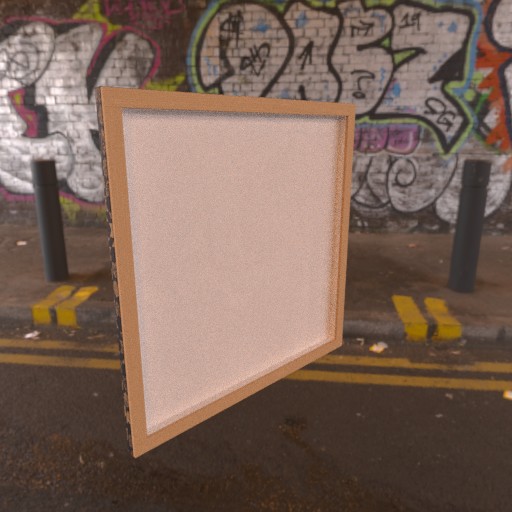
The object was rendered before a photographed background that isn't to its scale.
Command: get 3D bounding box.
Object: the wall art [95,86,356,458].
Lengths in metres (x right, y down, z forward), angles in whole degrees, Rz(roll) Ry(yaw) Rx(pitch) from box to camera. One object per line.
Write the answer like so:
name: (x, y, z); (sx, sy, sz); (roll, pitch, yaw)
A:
wall art: (0.000, 0.000, 1.352); (0.914, 0.914, 0.038); (-15, 21, -42)
